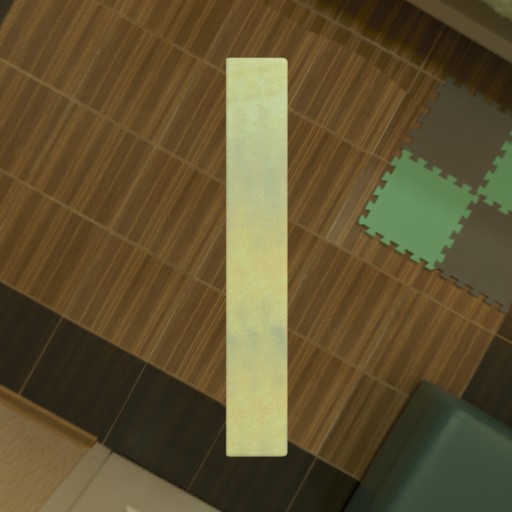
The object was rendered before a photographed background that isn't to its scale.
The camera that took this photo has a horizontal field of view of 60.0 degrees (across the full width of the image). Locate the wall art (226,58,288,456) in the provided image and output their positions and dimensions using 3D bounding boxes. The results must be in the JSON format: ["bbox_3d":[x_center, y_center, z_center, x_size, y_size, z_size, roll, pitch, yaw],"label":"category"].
[{"bbox_3d":[0.000,0.000,0.468,0.039,0.380,0.251,0,90,0],"label":"wall art"}]
